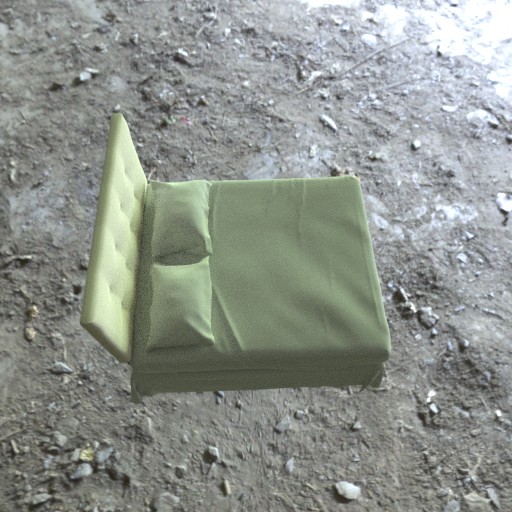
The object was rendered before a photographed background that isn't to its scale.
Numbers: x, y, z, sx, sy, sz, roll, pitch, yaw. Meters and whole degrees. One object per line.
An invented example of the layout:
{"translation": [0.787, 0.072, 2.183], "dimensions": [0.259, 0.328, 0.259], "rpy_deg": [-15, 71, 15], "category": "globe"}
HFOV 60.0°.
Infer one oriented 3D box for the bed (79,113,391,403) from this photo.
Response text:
{"translation": [0.000, 0.000, 3.561], "dimensions": [2.222, 1.577, 1.936], "rpy_deg": [-2, 62, -1], "category": "bed"}
